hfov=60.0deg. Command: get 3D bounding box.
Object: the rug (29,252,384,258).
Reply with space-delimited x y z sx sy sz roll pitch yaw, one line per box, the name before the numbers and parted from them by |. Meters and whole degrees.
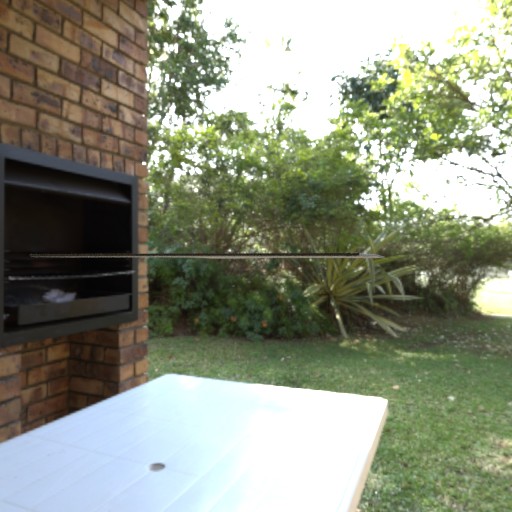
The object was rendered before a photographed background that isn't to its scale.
rug | 0.000 0.000 3.057 1.616 0.030 2.338 0 0 19
